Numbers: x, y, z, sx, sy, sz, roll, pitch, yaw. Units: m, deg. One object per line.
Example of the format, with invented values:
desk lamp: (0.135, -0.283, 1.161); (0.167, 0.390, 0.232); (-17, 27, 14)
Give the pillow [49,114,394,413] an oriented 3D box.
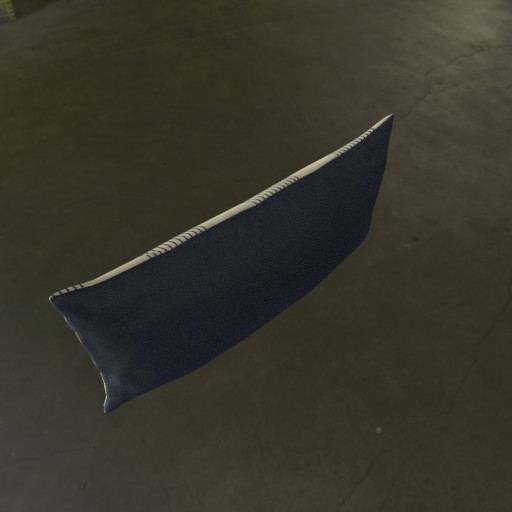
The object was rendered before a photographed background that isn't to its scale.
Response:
pillow: (0.000, 0.000, 0.717); (0.610, 0.287, 0.151); (-32, 54, -27)
